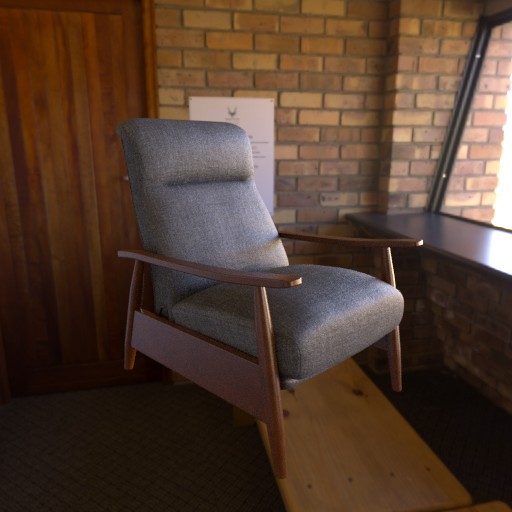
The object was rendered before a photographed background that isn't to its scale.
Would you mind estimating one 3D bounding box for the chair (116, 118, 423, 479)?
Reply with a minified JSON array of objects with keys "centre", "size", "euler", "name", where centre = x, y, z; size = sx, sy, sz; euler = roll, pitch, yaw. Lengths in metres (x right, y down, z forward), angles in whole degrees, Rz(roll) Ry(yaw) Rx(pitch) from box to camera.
[{"centre":[0.000,0.000,1.782],"size":[0.762,1.082,1.030],"euler":[-13,19,-43],"name":"chair"}]
